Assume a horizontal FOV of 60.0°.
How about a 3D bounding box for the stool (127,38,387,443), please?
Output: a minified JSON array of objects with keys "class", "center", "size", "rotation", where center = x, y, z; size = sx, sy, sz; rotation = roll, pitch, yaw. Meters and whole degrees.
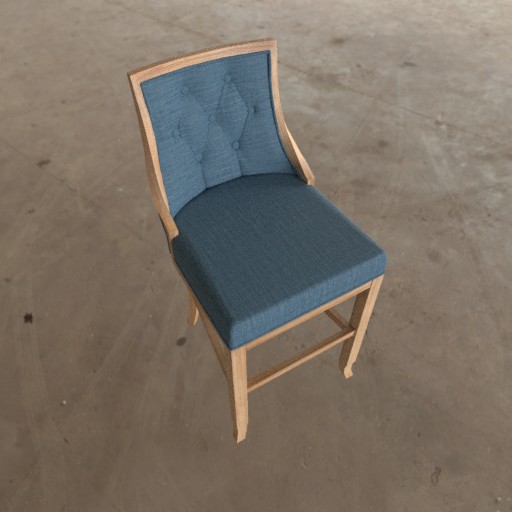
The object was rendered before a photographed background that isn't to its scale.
[{"class":"stool","center":[0.000,0.000,1.443],"size":[0.524,1.101,0.626],"rotation":[-23,52,-20]}]
